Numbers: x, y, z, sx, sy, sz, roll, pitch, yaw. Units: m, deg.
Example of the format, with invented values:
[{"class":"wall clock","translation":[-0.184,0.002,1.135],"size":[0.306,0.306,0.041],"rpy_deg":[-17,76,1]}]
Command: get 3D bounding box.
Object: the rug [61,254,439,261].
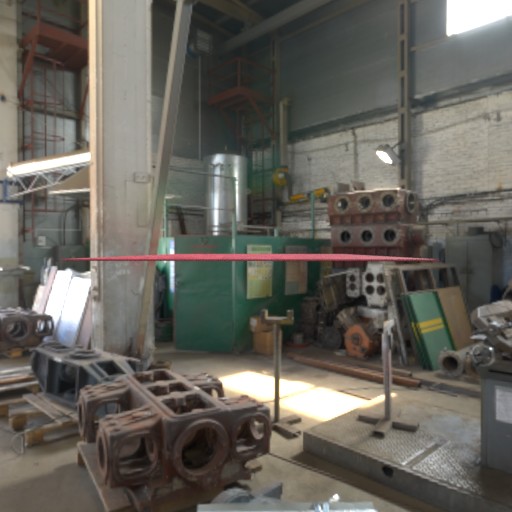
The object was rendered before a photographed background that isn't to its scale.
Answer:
[{"class":"rug","translation":[0.000,0.000,2.318],"size":[1.209,0.008,1.814],"rpy_deg":[0,1,2]}]
